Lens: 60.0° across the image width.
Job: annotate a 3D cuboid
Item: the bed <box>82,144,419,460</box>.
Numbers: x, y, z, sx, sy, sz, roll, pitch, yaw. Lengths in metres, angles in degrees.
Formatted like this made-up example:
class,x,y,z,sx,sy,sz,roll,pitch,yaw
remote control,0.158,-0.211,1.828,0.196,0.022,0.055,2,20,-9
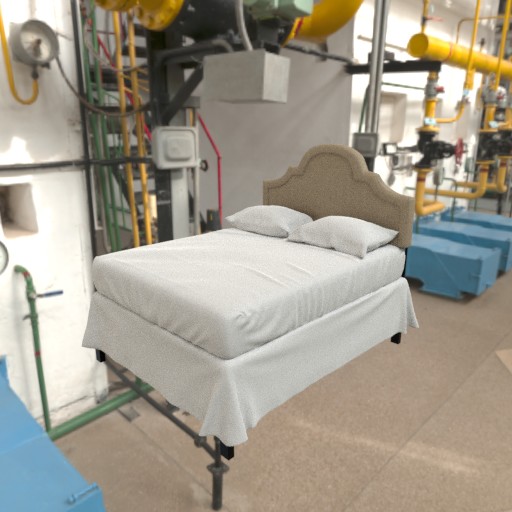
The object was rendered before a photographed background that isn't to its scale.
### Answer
class,x,y,z,sx,sy,sz,roll,pitch,yaw
bed,0.000,0.000,3.428,1.780,1.634,2.222,16,22,43
